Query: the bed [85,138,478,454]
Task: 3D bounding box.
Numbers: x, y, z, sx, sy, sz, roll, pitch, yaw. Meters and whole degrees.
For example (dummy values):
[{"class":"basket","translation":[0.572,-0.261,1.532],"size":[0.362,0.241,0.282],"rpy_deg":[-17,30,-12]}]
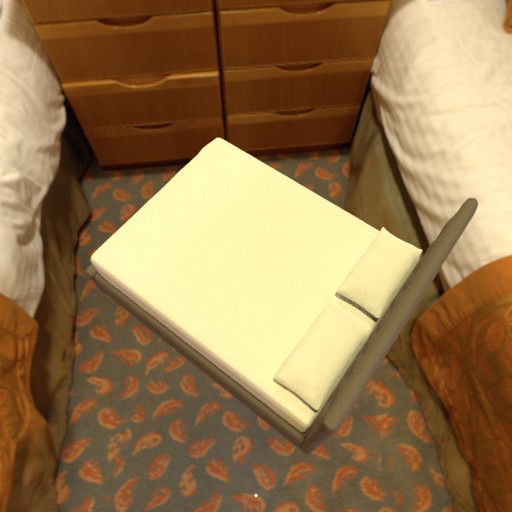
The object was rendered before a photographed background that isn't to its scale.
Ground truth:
[{"class":"bed","translation":[0.000,0.000,3.348],"size":[2.233,1.426,1.696],"rpy_deg":[34,67,17]}]
